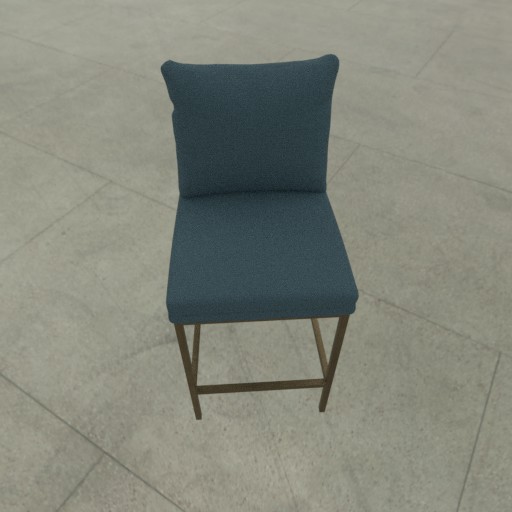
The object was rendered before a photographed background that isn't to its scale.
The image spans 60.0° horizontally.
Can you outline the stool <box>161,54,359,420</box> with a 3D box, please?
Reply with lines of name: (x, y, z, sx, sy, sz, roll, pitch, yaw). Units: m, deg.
stool: (0.000, 0.000, 1.334, 0.463, 1.032, 0.568, -3, 47, -2)
